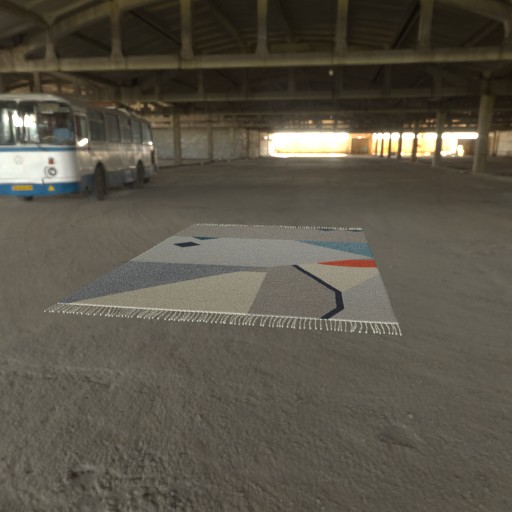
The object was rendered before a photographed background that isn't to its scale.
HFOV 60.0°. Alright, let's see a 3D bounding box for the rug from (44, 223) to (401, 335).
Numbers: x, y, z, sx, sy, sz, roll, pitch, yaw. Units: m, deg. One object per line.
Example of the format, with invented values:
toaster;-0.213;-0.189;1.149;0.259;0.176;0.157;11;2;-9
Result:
rug;0.000;0.000;2.329;1.220;0.005;1.828;2;14;9
